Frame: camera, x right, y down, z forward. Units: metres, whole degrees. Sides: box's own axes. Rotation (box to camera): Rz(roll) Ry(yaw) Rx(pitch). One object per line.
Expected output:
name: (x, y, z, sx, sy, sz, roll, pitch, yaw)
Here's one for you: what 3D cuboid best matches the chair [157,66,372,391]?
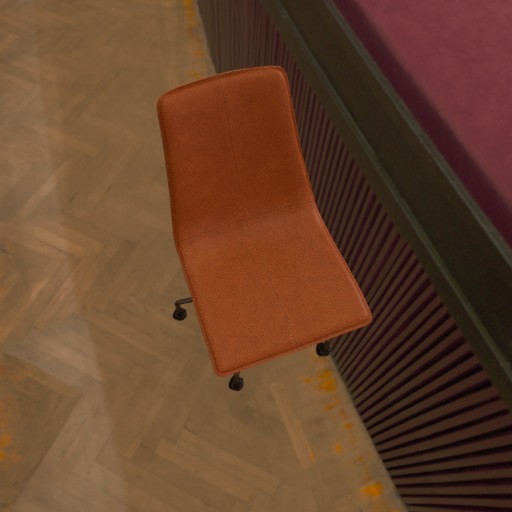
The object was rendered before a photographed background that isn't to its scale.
chair: (0.000, 0.000, 1.396, 0.651, 0.920, 0.660, -18, 63, -9)
